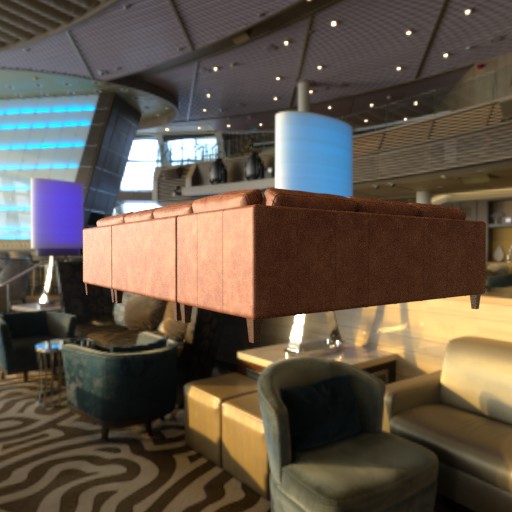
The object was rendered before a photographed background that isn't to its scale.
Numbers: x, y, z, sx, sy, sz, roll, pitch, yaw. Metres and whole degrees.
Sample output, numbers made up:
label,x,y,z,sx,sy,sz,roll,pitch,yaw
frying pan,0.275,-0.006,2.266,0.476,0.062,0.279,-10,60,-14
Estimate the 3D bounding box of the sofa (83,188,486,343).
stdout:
label,x,y,z,sx,sy,sz,roll,pitch,yaw
sofa,0.000,0.000,4.403,2.452,0.888,3.324,-1,1,-36
